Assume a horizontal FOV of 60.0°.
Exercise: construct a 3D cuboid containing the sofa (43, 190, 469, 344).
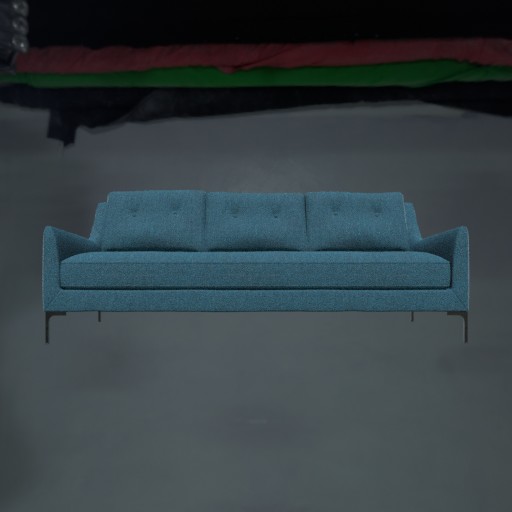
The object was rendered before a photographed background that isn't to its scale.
[{"bbox_3d":[0.000,0.000,2.516,2.060,0.837,0.849,0,0,0],"label":"sofa"}]
